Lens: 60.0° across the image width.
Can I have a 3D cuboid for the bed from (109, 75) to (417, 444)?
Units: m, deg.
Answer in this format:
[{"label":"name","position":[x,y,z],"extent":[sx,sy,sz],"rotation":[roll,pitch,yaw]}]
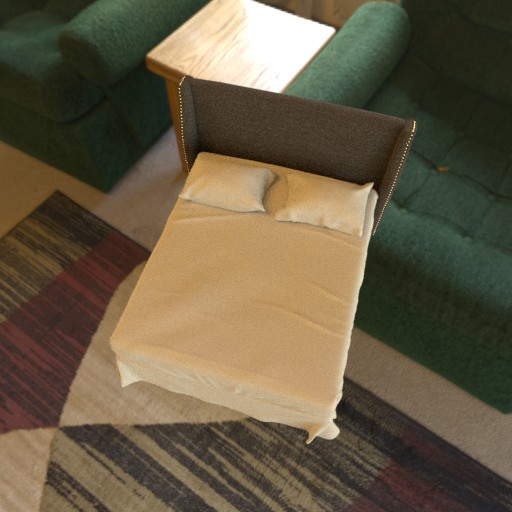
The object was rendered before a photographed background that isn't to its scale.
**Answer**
[{"label":"bed","position":[0.000,0.000,3.507],"extent":[1.925,1.332,2.276],"rotation":[14,60,8]}]
